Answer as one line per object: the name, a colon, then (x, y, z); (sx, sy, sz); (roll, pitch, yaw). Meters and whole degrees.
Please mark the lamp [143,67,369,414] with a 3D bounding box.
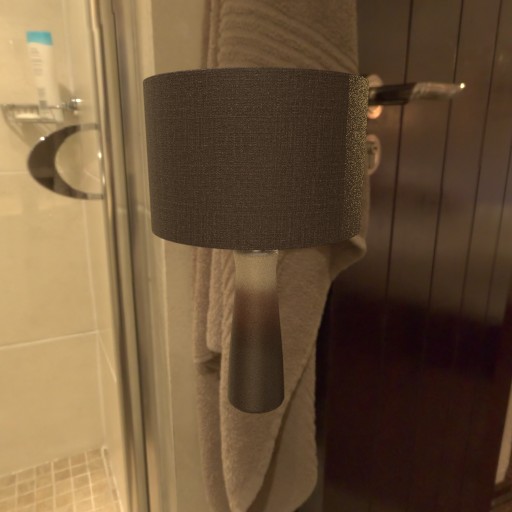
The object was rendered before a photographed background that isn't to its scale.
lamp: (0.000, 0.000, 0.672); (0.303, 0.488, 0.303); (0, 15, 0)
